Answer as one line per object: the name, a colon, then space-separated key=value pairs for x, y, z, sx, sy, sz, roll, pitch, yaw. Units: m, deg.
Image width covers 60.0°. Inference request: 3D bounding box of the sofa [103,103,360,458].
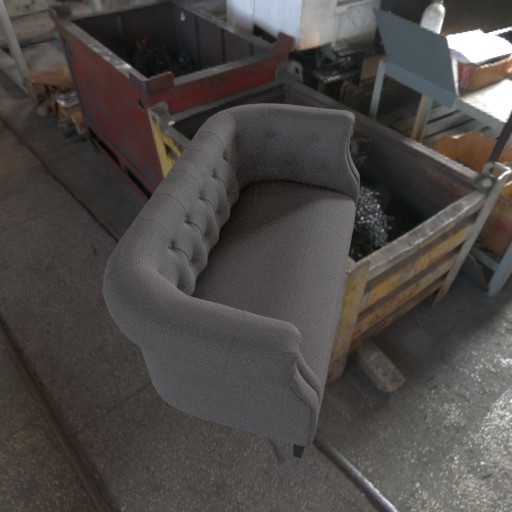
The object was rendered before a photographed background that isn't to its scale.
sofa: x=0.000 y=0.000 z=2.065 sx=0.835 sy=0.827 sz=1.558 roll=11 pitch=46 yaw=11
